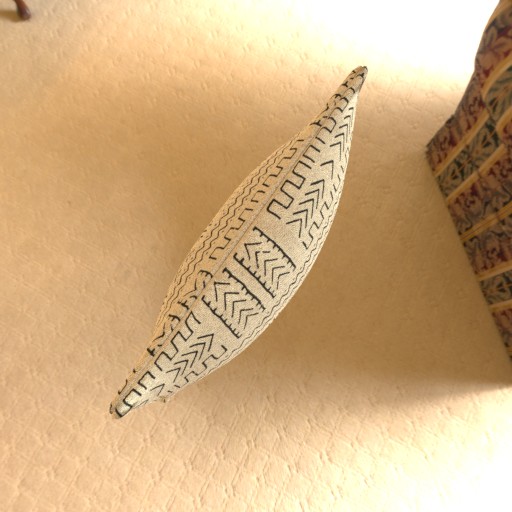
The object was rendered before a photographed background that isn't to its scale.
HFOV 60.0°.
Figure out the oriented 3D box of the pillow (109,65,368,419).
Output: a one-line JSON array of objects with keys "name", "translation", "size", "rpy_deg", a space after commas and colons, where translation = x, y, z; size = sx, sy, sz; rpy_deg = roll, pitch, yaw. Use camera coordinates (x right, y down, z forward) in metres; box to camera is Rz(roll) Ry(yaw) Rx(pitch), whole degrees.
[{"name": "pillow", "translation": [0.000, 0.000, 0.788], "size": [0.188, 0.352, 0.637], "rpy_deg": [33, 78, 8]}]
